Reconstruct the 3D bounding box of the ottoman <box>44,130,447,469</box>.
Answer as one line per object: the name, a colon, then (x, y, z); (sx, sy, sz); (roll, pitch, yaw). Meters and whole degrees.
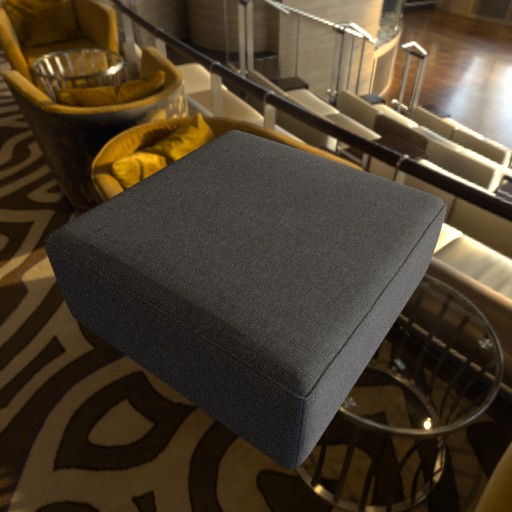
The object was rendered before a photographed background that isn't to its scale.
ottoman: (0.000, 0.000, 1.585); (1.000, 0.439, 1.000); (25, 47, 26)
